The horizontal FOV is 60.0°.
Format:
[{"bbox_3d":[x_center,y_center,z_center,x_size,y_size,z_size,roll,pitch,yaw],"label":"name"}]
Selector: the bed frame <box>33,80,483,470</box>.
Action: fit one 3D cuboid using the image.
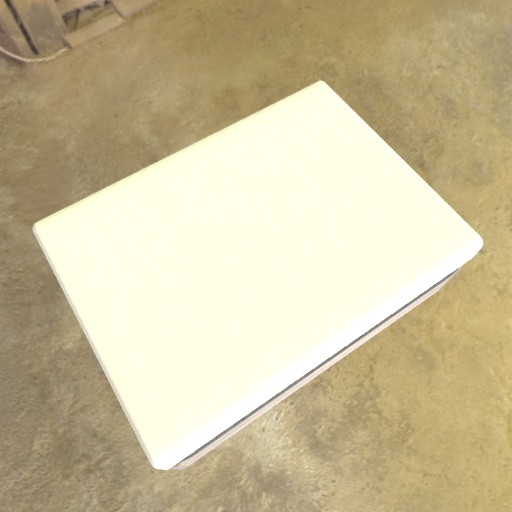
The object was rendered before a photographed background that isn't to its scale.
[{"bbox_3d":[0.000,0.000,2.495,1.900,0.561,1.400,-31,68,-14],"label":"bed frame"}]
